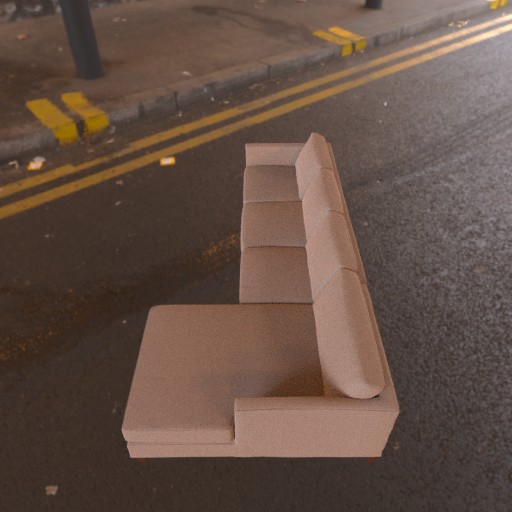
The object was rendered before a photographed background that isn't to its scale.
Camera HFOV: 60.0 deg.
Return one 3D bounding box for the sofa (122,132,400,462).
[{"bbox_3d":[0.000,0.000,3.804,1.625,0.861,3.186,0,41,0],"label":"sofa"}]
